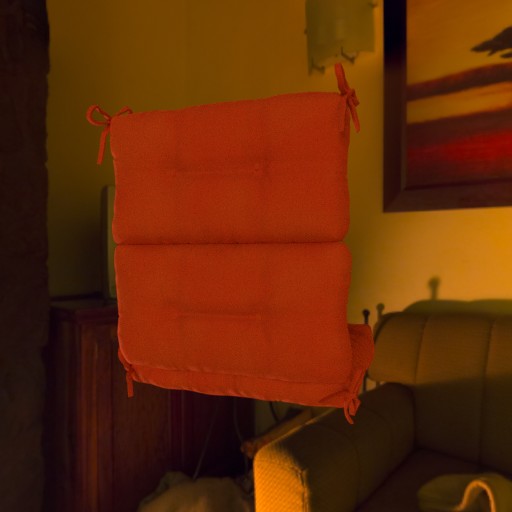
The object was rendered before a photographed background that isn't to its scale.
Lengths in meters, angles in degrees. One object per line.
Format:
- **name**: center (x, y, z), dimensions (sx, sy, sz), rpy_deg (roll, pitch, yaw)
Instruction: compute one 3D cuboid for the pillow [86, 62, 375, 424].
- **pillow**: center (0.000, 0.000, 1.016), dimensions (0.519, 0.605, 0.571), rpy_deg (0, 0, 19)
